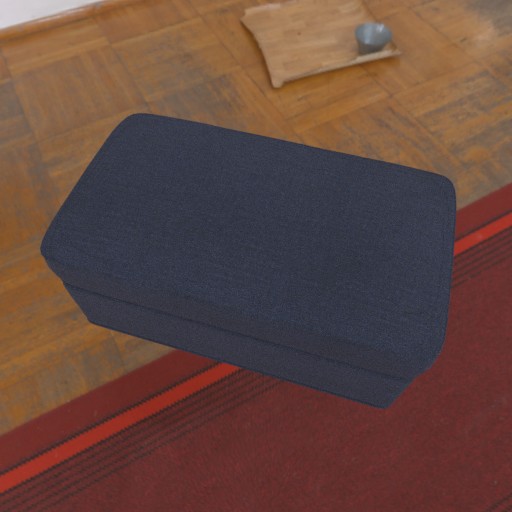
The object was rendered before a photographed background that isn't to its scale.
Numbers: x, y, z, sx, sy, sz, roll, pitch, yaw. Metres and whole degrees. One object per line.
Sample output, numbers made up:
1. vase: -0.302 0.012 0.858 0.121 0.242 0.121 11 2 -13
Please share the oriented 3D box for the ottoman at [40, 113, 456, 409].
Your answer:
1. ottoman: 0.000 0.000 1.181 0.895 0.453 0.505 14 59 9
